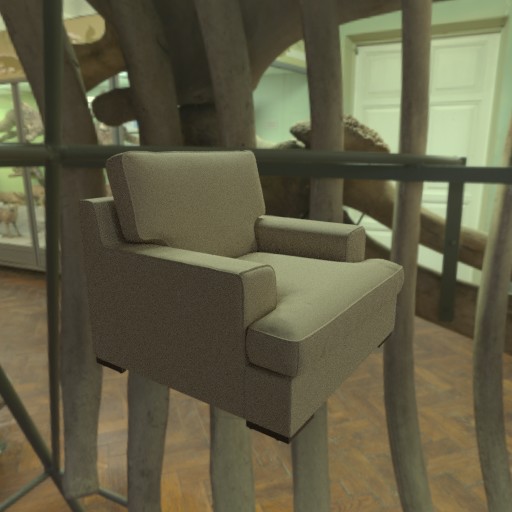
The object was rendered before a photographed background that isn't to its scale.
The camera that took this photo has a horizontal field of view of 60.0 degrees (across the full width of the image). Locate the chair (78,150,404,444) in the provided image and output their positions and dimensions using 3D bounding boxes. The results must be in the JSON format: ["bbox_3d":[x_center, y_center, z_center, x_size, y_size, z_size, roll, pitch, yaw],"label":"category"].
[{"bbox_3d":[0.000,0.000,2.174,1.274,1.005,1.293,7,16,26],"label":"chair"}]
